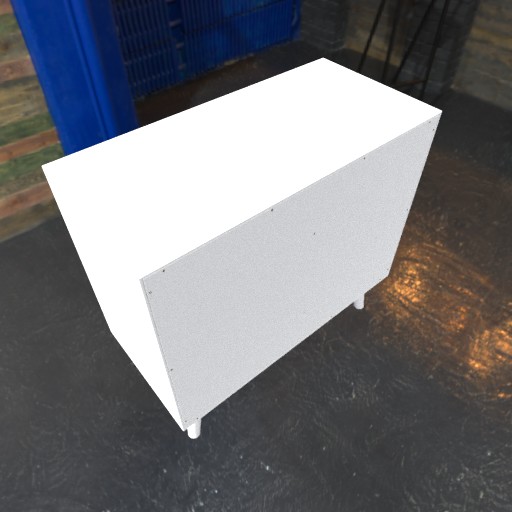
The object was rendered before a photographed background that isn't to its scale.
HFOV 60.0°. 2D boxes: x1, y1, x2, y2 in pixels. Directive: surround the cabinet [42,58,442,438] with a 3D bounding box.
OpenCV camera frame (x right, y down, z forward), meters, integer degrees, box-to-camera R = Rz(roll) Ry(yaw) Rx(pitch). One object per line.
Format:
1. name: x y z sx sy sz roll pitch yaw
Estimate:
1. cabinet: 0.000 0.000 1.236 0.800 0.761 0.398 -31 54 -26
